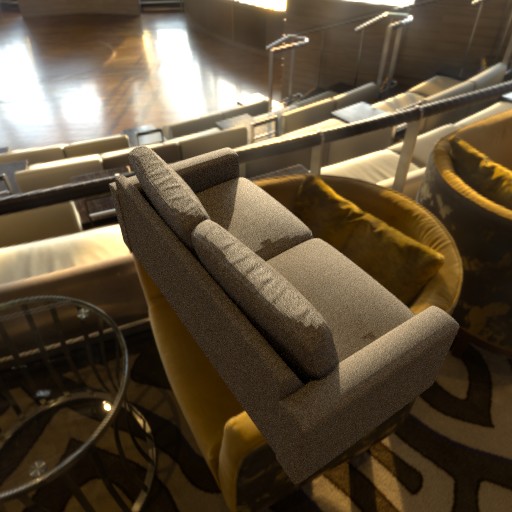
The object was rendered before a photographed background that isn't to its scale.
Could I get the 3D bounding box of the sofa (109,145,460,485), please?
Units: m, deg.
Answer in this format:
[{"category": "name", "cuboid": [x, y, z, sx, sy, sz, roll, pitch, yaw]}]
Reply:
[{"category": "sofa", "cuboid": [0.000, 0.000, 2.698, 1.016, 0.873, 2.179, -24, 47, -25]}]
